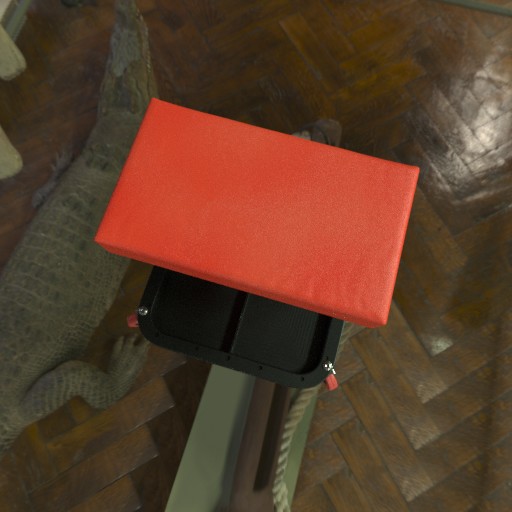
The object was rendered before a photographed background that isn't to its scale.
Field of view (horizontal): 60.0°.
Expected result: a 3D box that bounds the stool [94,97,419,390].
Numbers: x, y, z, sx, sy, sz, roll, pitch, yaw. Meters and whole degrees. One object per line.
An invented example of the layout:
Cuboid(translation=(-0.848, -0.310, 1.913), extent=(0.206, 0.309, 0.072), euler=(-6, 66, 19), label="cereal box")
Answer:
Cuboid(translation=(0.000, 0.000, 0.731), extent=(0.446, 0.380, 0.371), euler=(16, 76, 4), label="stool")
